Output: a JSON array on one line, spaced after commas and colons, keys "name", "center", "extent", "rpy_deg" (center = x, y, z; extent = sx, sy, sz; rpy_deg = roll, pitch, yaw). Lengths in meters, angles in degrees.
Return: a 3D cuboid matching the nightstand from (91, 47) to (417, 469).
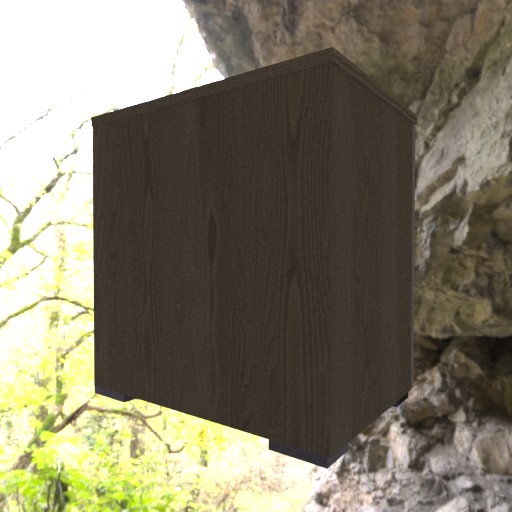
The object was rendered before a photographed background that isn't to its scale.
[{"name": "nightstand", "center": [0.000, 0.000, 0.743], "extent": [0.442, 0.461, 0.325], "rpy_deg": [1, 1, 36]}]
